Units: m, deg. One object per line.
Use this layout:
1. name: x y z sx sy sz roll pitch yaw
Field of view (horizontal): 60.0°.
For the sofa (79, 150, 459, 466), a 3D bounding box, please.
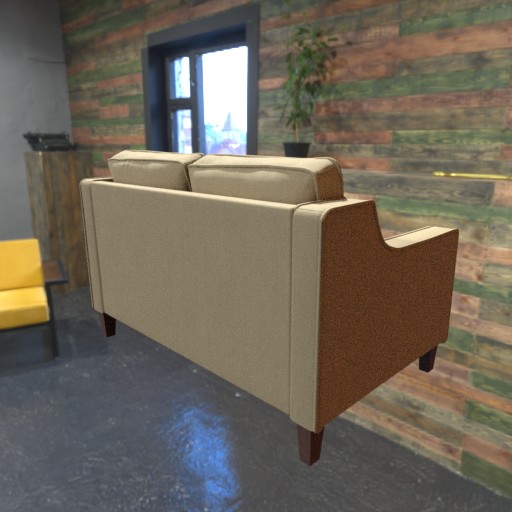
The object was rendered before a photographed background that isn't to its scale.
1. sofa: 0.000 0.000 2.096 0.987 0.971 1.501 -14 20 -43
